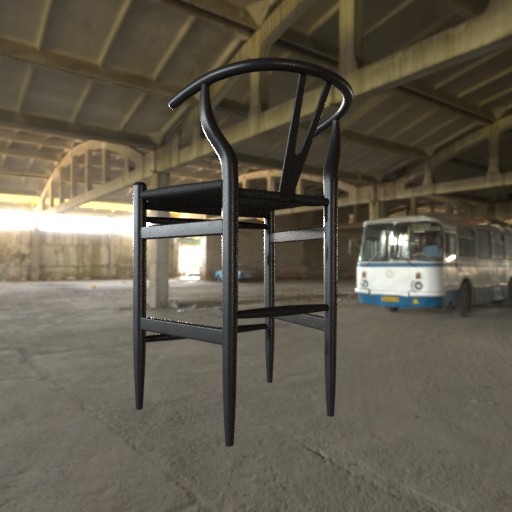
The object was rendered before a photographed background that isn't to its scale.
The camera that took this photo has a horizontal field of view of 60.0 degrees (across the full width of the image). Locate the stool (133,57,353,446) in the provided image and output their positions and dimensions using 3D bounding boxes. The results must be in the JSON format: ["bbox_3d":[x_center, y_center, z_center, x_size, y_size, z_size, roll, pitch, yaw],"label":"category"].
[{"bbox_3d":[0.000,0.000,1.354,0.569,0.970,0.579,1,-1,-36],"label":"stool"}]
